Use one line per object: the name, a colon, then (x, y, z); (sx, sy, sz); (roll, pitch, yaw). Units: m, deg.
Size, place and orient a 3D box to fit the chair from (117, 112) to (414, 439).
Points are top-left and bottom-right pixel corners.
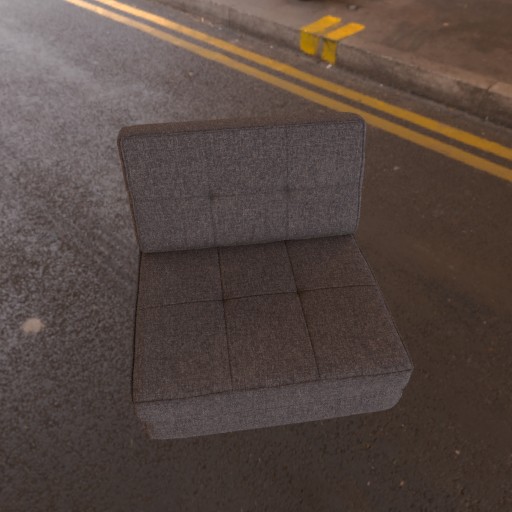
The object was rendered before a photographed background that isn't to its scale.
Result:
chair: (0.000, 0.000, 1.319); (0.740, 0.615, 0.800); (-5, 45, -5)
